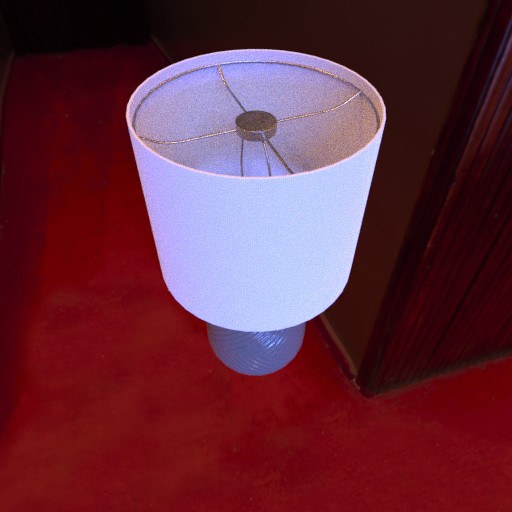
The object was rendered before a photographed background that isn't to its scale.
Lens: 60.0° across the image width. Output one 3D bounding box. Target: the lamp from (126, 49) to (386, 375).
[{"bbox_3d":[0.000,0.000,0.492,0.207,0.366,0.207,-16,49,-15],"label":"lamp"}]
